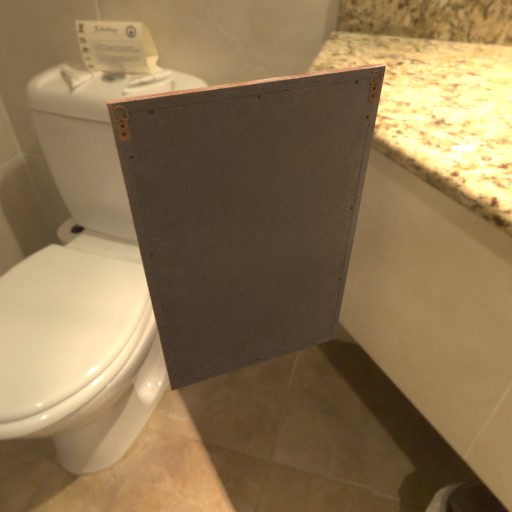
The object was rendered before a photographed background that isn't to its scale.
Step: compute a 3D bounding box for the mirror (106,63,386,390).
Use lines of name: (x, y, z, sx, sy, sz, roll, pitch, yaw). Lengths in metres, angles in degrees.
mirror: (0.000, 0.000, 1.007, 0.495, 0.787, 0.058, -14, 43, -15)
